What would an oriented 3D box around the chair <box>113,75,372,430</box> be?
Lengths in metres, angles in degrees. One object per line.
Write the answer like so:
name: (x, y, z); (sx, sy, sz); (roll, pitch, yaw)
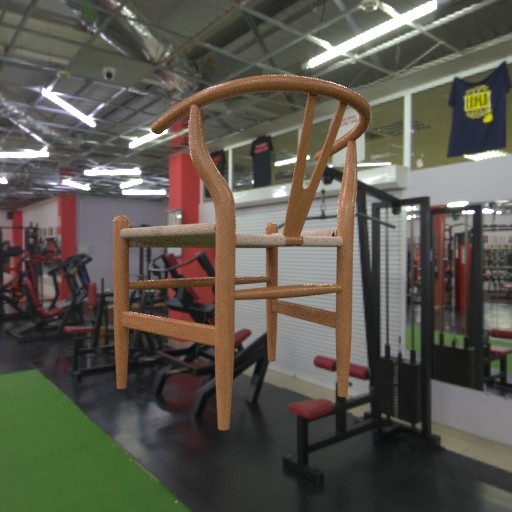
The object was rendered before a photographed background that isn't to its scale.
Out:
chair: (0.000, 0.000, 1.157); (0.569, 0.730, 0.579); (0, 1, -36)
